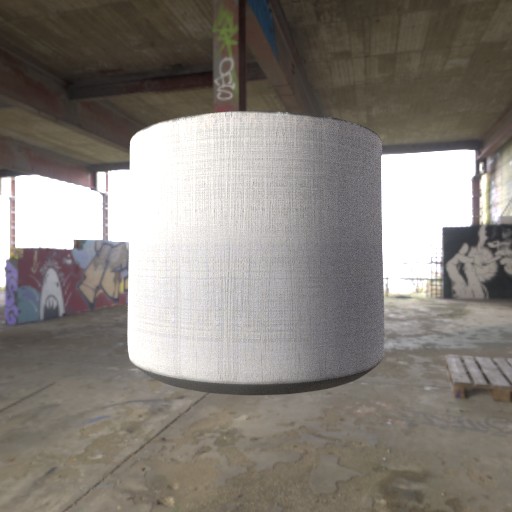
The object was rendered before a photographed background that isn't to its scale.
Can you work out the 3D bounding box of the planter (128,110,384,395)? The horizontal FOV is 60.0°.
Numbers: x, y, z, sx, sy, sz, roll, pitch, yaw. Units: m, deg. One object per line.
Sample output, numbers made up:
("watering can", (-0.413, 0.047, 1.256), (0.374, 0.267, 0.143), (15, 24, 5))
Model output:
("planter", (0.000, 0.000, 0.456), (0.254, 0.221, 0.254), (0, 0, 0))
